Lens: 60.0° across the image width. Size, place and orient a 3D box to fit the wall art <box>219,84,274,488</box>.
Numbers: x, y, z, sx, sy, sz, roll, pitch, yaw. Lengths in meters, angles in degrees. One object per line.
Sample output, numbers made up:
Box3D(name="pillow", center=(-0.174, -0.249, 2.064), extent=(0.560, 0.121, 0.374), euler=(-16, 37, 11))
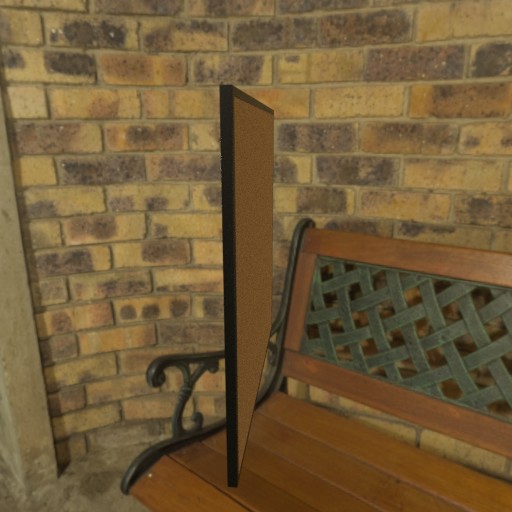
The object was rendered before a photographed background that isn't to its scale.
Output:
Box3D(name="wall art", center=(0.000, 0.000, 0.696), extent=(0.012, 0.458, 0.457), euler=(2, 15, 7))
